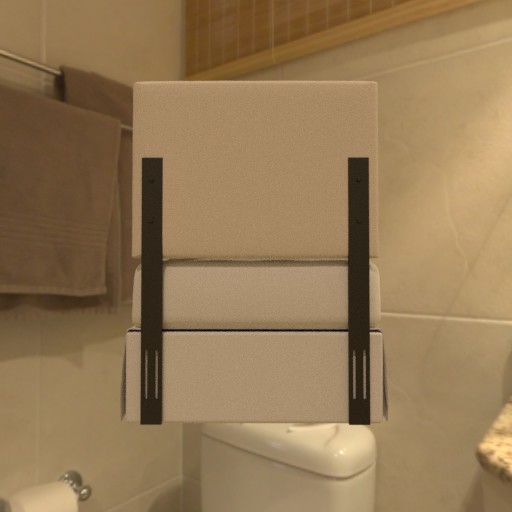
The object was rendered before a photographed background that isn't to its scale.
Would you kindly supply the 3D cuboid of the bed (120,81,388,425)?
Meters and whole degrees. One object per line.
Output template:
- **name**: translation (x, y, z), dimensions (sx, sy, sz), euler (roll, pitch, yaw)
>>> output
- **bed**: translation (0.000, 0.000, 2.996), dimensions (1.261, 1.571, 1.997), euler (0, -1, 0)
